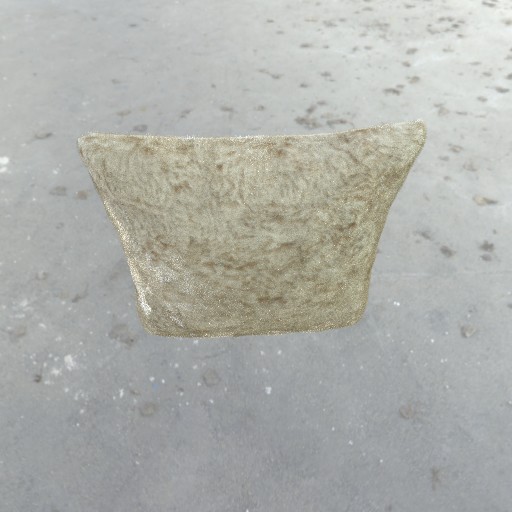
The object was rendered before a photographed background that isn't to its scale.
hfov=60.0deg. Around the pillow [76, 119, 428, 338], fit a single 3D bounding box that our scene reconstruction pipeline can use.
[{"bbox_3d":[0.000,0.000,0.837,0.538,0.525,0.216,-3,47,-2],"label":"pillow"}]
